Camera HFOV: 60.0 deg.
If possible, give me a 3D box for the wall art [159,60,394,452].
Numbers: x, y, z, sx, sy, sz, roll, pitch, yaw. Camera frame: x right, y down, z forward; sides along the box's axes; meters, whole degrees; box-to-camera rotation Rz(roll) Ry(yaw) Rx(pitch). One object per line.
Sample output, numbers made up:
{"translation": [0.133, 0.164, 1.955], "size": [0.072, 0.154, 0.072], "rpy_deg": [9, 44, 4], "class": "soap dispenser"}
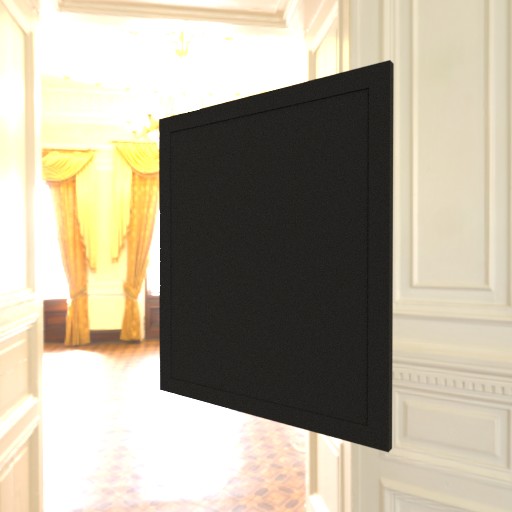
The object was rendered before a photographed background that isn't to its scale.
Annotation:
{"translation": [0.000, 0.000, 0.504], "size": [0.311, 0.361, 0.010], "rpy_deg": [1, 1, 36], "class": "wall art"}
